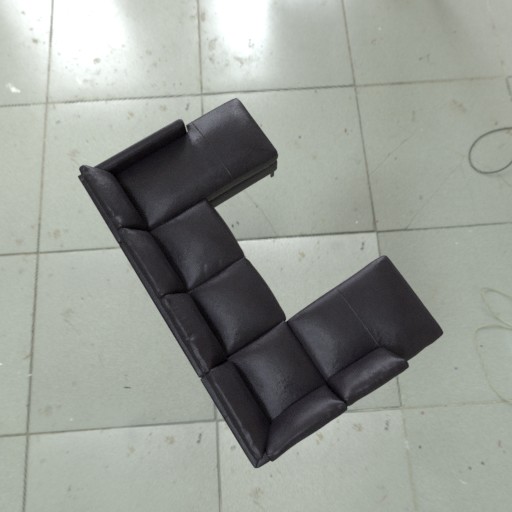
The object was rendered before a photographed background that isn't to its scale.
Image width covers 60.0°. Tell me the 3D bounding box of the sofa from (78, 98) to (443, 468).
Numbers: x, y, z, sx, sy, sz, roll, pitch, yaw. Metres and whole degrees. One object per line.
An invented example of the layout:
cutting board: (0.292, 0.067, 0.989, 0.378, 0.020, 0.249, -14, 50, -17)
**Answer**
sofa: (0.000, 0.000, 4.008, 1.939, 0.900, 2.956, -32, 78, -8)
